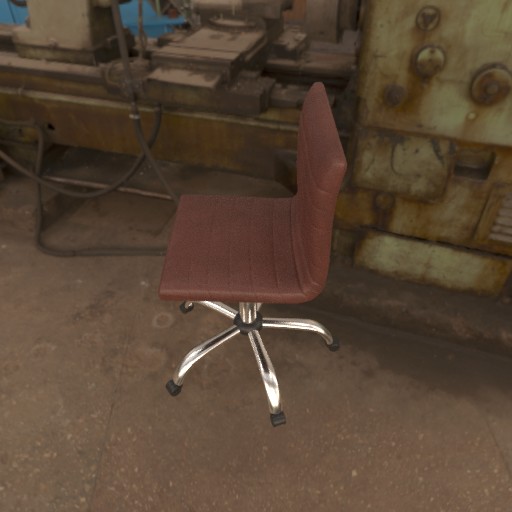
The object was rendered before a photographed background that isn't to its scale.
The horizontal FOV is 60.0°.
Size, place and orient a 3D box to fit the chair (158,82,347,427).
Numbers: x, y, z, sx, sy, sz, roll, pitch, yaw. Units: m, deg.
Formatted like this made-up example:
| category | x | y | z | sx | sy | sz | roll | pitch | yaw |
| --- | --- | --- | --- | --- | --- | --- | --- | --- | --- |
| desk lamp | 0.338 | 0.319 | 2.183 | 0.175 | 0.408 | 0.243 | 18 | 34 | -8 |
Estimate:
| category | x | y | z | sx | sy | sz | roll | pitch | yaw |
| --- | --- | --- | --- | --- | --- | --- | --- | --- | --- |
| chair | 0.000 | 0.000 | 1.166 | 0.530 | 0.780 | 0.556 | 0 | 41 | 0 |
